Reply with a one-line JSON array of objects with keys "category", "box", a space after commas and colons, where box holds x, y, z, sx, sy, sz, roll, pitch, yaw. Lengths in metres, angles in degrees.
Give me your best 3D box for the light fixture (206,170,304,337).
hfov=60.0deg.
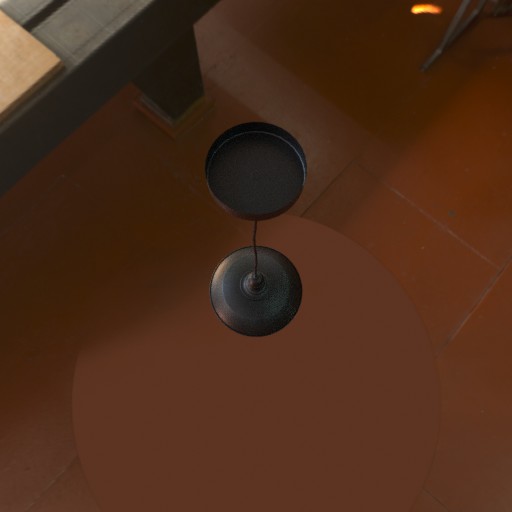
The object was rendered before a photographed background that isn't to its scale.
[{"category": "light fixture", "box": [0.000, 0.000, 1.154, 0.331, 0.993, 0.331, -14, 75, -4]}]
